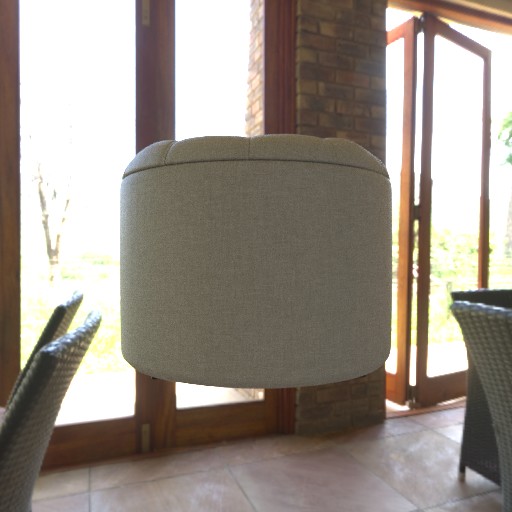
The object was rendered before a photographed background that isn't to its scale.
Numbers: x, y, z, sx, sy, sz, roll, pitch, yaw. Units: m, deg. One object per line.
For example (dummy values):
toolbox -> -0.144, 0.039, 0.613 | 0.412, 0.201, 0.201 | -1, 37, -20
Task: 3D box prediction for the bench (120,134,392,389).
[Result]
bench -> 0.000, 0.000, 1.021 | 0.600, 0.453, 0.600 | 0, 0, 0
